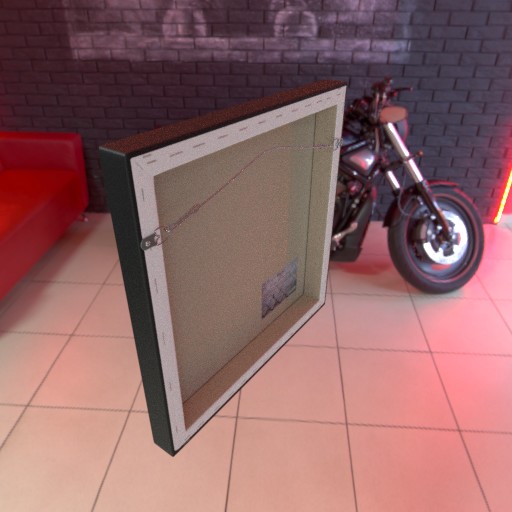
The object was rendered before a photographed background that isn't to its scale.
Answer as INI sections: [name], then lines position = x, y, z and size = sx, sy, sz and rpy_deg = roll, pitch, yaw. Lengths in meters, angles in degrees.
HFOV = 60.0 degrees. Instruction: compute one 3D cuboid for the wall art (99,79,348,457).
[wall art]
position = 0.000, 0.000, 0.617
size = 0.041, 0.407, 0.406
rpy_deg = 21, 37, 31
